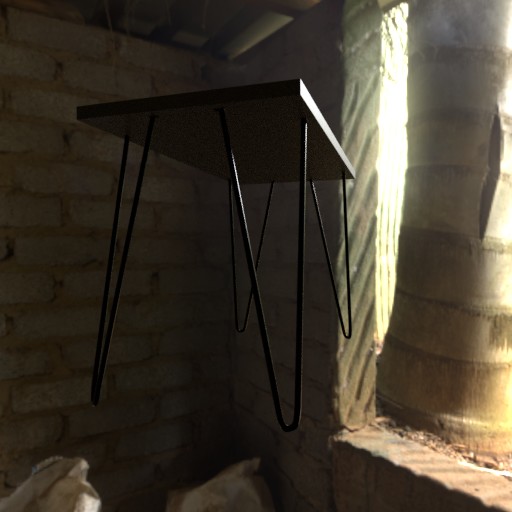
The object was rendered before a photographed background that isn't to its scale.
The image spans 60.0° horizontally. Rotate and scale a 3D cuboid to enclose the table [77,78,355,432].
[{"bbox_3d":[0.000,0.000,1.363,0.499,0.660,0.991,0,1,18],"label":"table"}]
